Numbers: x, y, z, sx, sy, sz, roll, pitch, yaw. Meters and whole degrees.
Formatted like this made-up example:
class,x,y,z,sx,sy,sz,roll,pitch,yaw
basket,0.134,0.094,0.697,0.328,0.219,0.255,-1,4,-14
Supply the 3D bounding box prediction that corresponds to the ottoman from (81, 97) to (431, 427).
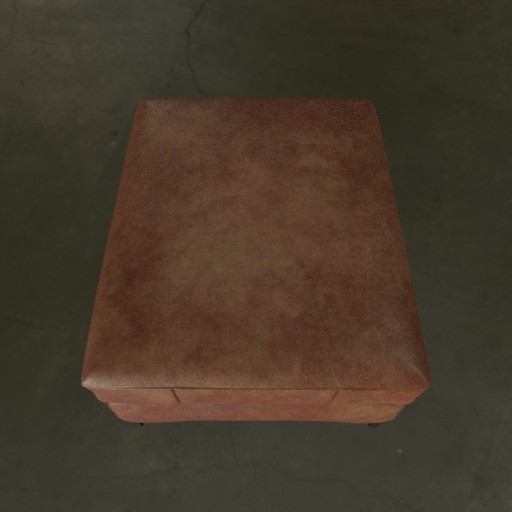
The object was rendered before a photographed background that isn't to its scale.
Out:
class,x,y,z,sx,sy,sz,roll,pitch,yaw
ottoman,0.000,0.000,1.718,0.965,0.667,1.186,0,58,0
